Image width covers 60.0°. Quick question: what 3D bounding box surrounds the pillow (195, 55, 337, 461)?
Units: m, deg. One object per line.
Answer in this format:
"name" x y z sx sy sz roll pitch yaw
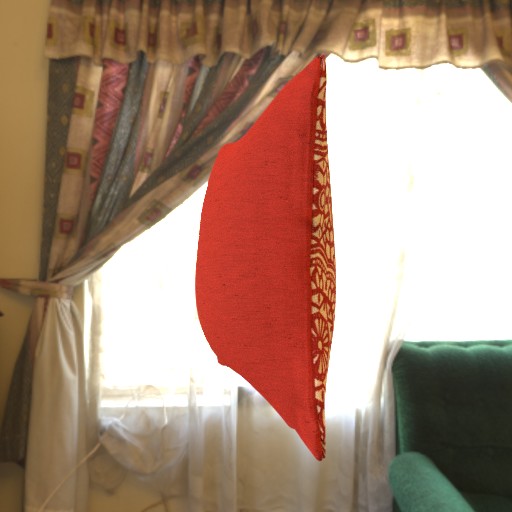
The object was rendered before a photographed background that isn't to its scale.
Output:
"pillow" 0.000 0.000 0.660 0.162 0.419 0.438 0 0 -18
